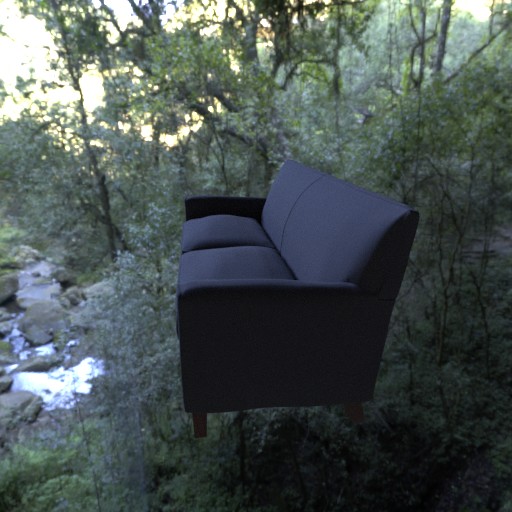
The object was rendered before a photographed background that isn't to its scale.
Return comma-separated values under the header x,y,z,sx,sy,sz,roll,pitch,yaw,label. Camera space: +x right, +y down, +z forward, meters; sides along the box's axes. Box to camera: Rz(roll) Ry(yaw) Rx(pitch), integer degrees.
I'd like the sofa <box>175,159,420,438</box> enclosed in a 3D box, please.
x,y,z,sx,sy,sz,roll,pitch,yaw,label
0.000,0.000,2.490,0.843,0.907,2.002,-2,17,-8,sofa
